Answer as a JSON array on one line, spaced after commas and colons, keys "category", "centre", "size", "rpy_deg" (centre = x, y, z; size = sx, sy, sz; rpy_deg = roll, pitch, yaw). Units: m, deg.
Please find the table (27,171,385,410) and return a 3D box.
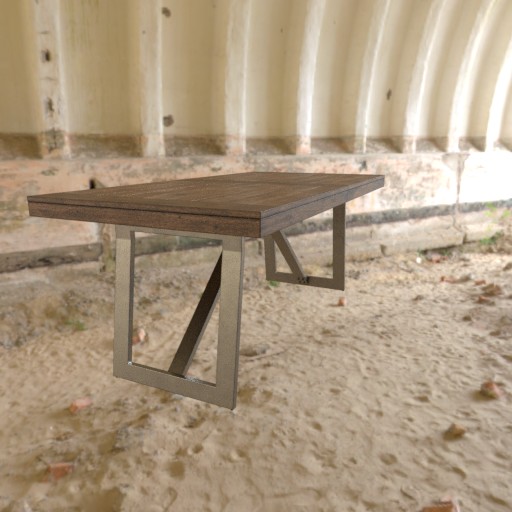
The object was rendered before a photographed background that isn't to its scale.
[{"category": "table", "centre": [0.000, 0.000, 2.307], "size": [0.931, 0.757, 1.867], "rpy_deg": [7, 15, 25]}]
